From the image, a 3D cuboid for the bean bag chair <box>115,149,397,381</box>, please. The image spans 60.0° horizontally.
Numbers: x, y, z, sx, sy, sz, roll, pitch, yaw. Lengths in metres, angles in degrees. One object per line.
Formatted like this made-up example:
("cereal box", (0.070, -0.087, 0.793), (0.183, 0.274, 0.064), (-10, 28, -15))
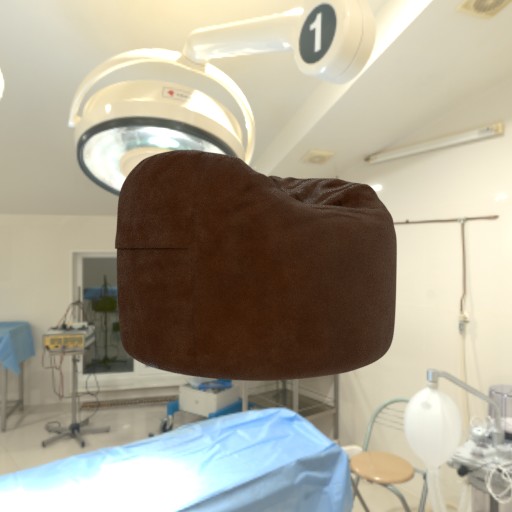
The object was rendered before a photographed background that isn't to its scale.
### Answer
("bean bag chair", (0.000, 0.000, 1.510), (0.918, 0.616, 0.918), (0, 1, 0))
